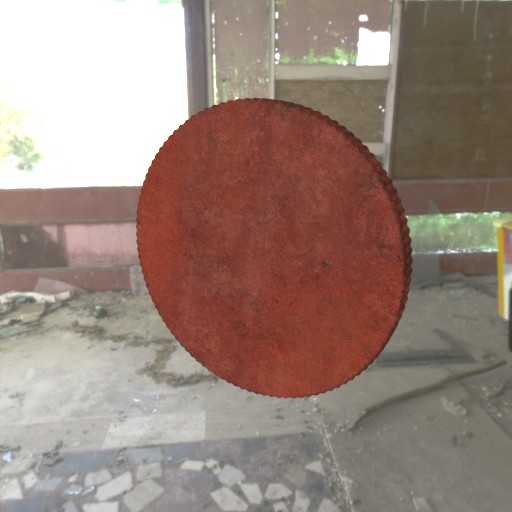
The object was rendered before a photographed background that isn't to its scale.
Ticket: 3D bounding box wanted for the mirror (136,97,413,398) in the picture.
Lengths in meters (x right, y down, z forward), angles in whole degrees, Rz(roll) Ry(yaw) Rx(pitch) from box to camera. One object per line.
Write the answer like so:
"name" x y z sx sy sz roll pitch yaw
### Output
"mirror" 0.000 0.000 0.908 0.609 0.609 0.056 9 19 28
